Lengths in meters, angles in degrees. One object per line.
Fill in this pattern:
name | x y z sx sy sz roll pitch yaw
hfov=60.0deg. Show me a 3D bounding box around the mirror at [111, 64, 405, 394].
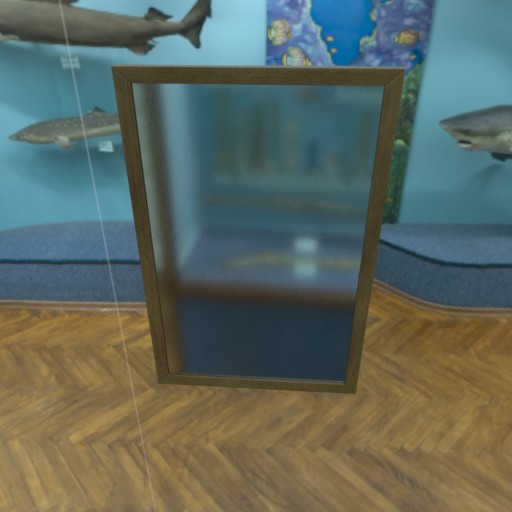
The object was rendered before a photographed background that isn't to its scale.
mirror | 0.000 0.000 1.156 0.609 0.915 0.040 2 29 4
